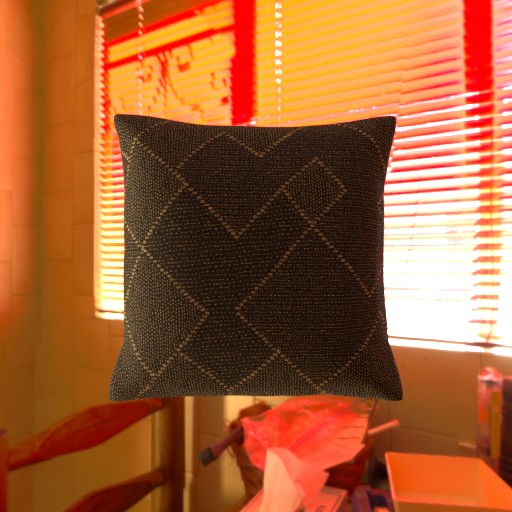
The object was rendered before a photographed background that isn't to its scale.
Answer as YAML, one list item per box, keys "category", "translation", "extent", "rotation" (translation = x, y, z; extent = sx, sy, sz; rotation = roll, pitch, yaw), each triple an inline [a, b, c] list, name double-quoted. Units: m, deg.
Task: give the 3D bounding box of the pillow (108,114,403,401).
- category: "pillow"
  translation: [0.000, 0.000, 0.665]
  extent: [0.435, 0.428, 0.148]
  rotation: [0, -1, 0]
